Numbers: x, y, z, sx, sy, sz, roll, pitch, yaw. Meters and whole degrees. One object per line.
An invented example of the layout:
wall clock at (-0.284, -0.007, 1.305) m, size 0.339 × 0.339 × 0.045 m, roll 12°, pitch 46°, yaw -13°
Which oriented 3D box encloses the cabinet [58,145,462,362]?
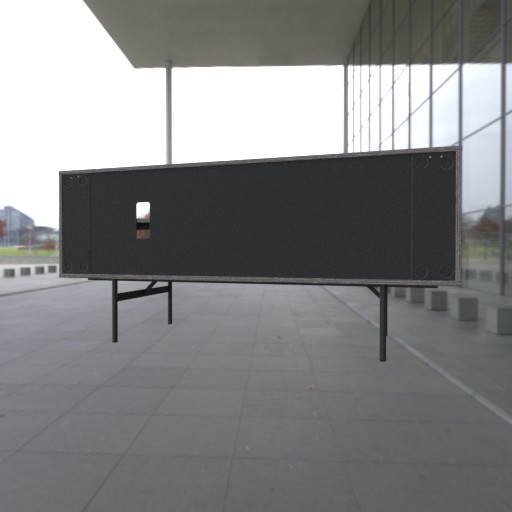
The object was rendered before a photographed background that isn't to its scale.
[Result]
cabinet at (0.000, 0.000, 1.611) m, size 1.300 × 0.599 × 0.500 m, roll 0°, pitch 1°, yaw 17°
